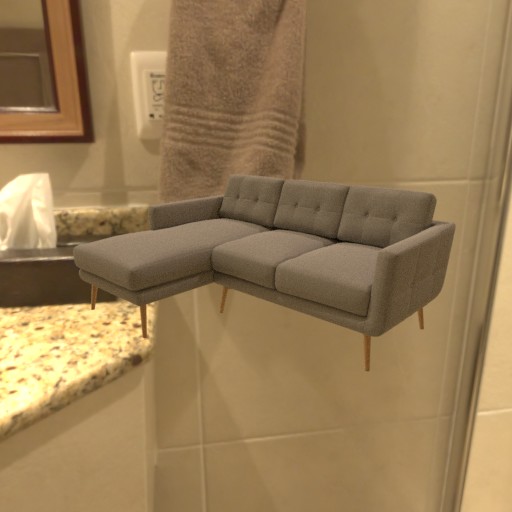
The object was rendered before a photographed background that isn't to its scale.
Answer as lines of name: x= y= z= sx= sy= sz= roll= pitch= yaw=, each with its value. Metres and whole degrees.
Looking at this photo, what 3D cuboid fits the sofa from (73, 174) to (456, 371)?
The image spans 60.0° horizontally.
sofa: x=0.000 y=0.000 z=2.895 sx=2.040 sy=0.860 sz=1.530 roll=14 pitch=21 yaw=41
